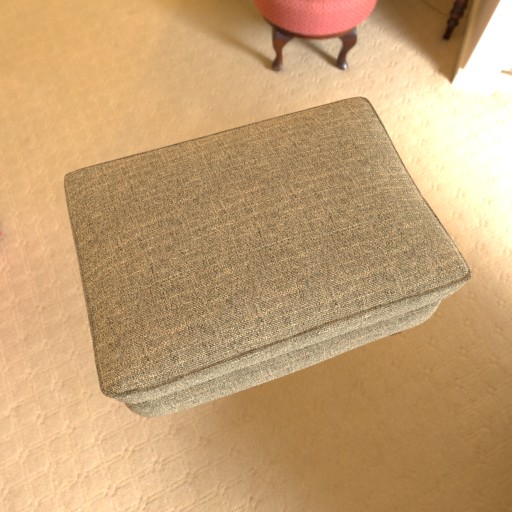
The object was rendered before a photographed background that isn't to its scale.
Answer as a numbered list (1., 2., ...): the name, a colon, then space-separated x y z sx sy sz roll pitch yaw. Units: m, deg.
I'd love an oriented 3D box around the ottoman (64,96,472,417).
1. ottoman: 0.000 0.000 0.967 0.686 0.406 0.508 -17 66 -8
